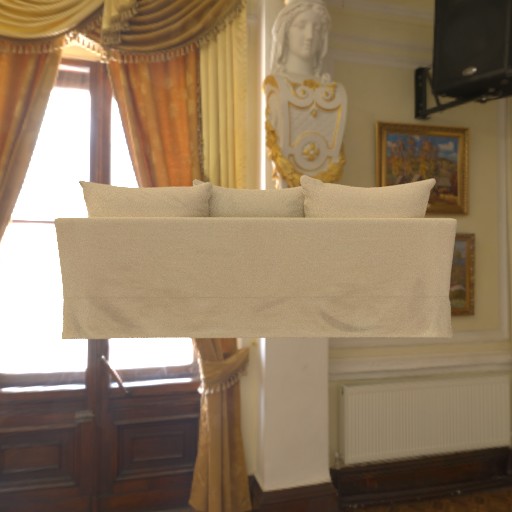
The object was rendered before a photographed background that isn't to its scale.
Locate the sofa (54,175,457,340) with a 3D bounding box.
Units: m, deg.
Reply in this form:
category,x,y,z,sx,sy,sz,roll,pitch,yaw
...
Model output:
category,x,y,z,sx,sy,sz,roll,pitch,yaw
sofa,0.000,0.000,3.189,2.484,1.042,1.030,0,-2,-2
